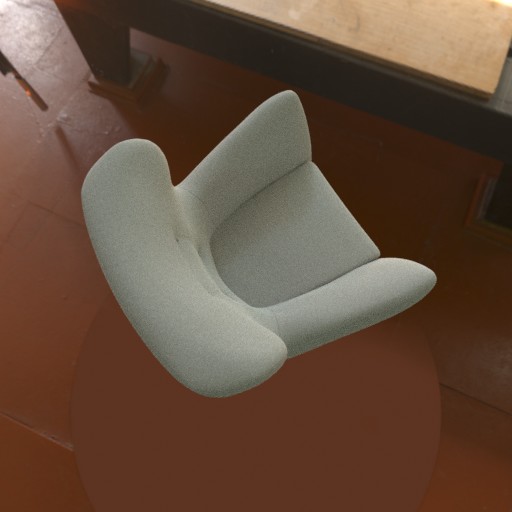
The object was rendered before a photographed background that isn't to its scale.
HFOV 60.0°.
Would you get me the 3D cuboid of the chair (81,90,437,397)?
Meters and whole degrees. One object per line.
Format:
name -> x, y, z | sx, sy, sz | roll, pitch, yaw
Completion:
chair -> 0.000, 0.000, 1.622 | 0.889, 0.889, 0.890 | -31, 76, -9
